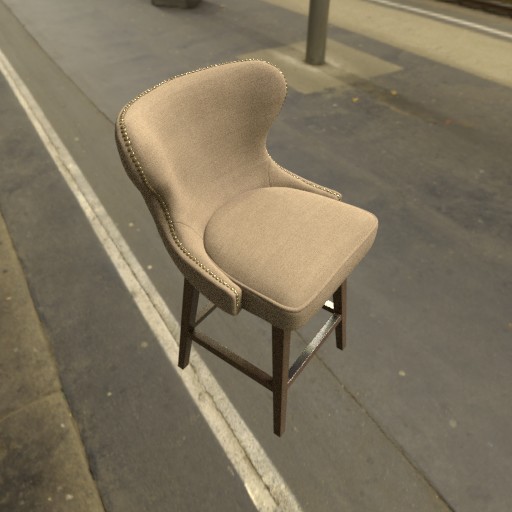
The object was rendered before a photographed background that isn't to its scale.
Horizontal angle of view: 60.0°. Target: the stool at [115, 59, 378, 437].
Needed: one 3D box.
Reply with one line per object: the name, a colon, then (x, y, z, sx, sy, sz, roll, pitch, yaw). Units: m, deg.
stool: (0.000, 0.000, 1.369, 0.597, 0.972, 0.615, 26, 47, 26)
